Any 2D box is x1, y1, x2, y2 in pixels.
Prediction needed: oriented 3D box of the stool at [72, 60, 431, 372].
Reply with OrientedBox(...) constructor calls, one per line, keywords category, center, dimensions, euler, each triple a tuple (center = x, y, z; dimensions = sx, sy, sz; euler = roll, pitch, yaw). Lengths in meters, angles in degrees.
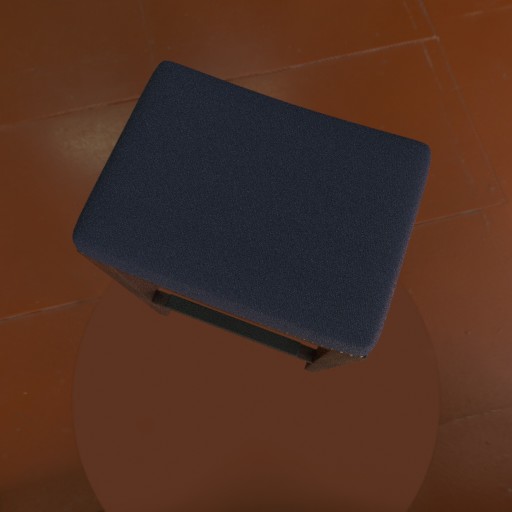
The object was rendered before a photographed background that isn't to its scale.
OrientedBox(category="stool", center=(0.000, 0.000, 1.022), dimensions=(0.498, 0.740, 0.358), euler=(20, 75, 5))
